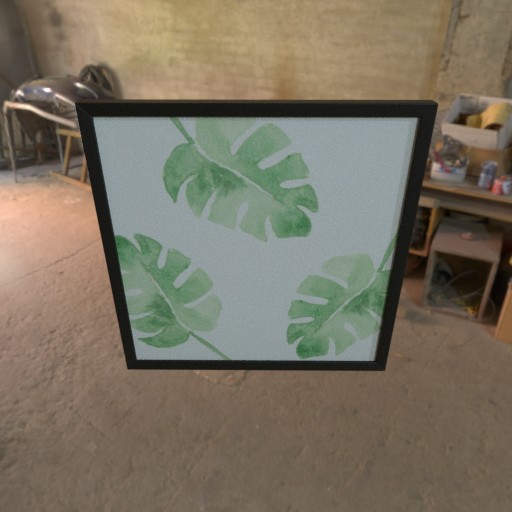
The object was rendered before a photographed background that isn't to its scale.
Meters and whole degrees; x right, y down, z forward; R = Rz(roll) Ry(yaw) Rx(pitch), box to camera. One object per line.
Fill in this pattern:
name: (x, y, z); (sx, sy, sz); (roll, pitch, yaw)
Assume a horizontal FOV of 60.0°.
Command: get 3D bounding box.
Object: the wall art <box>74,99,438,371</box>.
wall art: (0.000, 0.000, 1.139); (0.765, 0.765, 0.038); (0, 30, 0)
